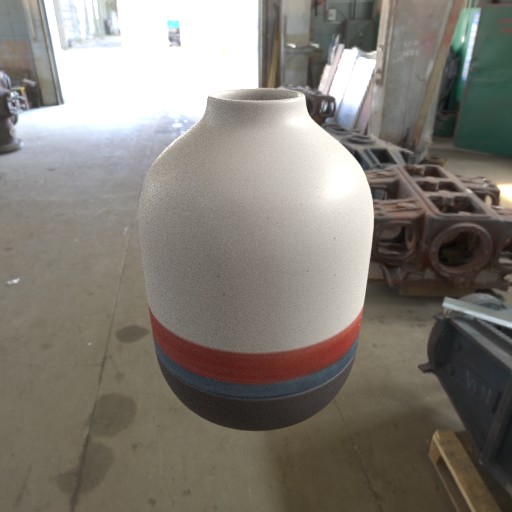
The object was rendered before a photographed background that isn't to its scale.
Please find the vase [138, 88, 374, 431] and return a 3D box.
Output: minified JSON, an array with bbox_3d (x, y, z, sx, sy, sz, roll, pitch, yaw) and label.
[{"bbox_3d":[0.000,0.000,0.342,0.169,0.237,0.169,0,27,0],"label":"vase"}]
